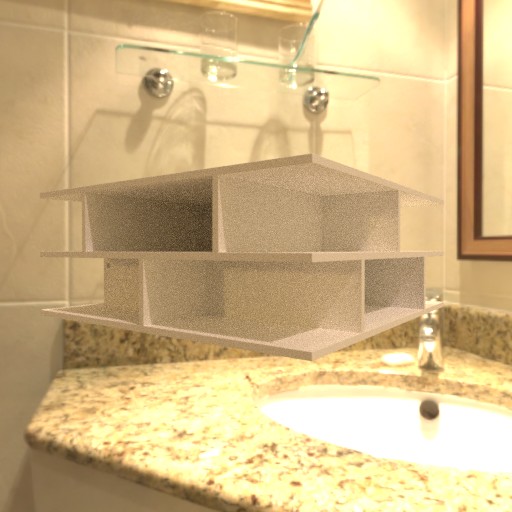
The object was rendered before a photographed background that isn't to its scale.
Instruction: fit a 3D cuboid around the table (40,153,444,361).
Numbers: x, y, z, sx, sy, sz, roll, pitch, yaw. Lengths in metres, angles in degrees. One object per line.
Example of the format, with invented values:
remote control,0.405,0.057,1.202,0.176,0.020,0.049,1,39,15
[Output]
table,0.000,0.000,1.080,0.700,0.289,0.700,1,1,36
